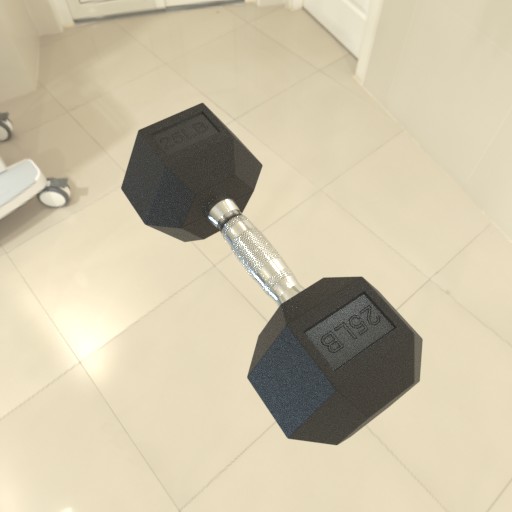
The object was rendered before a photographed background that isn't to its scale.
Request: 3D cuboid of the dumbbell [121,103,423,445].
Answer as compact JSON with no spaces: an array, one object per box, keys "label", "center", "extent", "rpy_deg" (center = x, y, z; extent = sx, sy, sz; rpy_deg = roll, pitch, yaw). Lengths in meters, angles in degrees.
[{"label":"dumbbell","center":[0.000,0.000,0.384],"extent":[0.129,0.113,0.315],"rpy_deg":[-30,63,-17]}]
